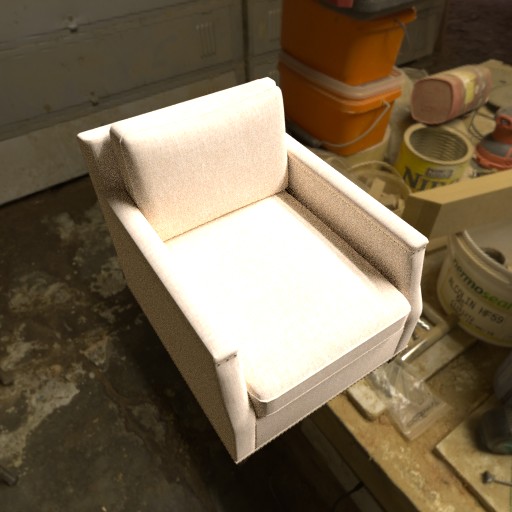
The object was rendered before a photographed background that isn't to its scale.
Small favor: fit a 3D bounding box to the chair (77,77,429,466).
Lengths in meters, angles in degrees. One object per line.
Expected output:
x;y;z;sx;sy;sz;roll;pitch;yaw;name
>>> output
0.000;0.000;1.709;0.838;0.940;1.041;-26;51;-23;chair
